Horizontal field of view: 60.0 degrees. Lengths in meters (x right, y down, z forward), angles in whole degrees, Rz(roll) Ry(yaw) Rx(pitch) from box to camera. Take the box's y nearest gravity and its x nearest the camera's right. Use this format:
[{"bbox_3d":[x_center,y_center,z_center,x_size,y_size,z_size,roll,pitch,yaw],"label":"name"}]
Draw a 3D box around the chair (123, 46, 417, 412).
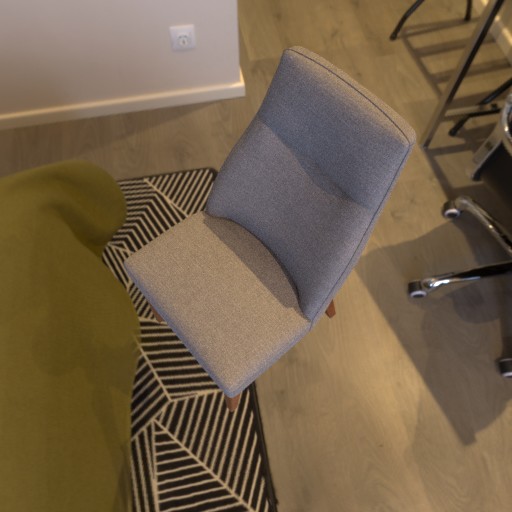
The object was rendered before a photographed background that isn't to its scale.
[{"bbox_3d":[0.000,0.000,1.281,0.620,0.930,0.500,-38,69,-17],"label":"chair"}]
